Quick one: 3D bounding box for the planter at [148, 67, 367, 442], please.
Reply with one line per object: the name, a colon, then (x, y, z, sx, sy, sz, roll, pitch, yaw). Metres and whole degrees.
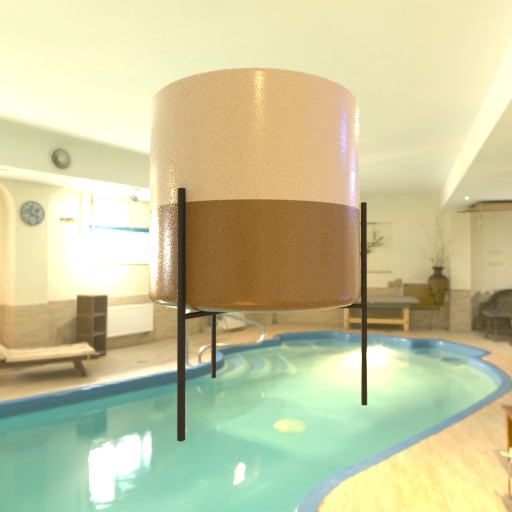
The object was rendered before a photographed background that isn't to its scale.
planter: (0.000, 0.000, 0.649, 0.310, 0.432, 0.310, 0, -1, 18)
